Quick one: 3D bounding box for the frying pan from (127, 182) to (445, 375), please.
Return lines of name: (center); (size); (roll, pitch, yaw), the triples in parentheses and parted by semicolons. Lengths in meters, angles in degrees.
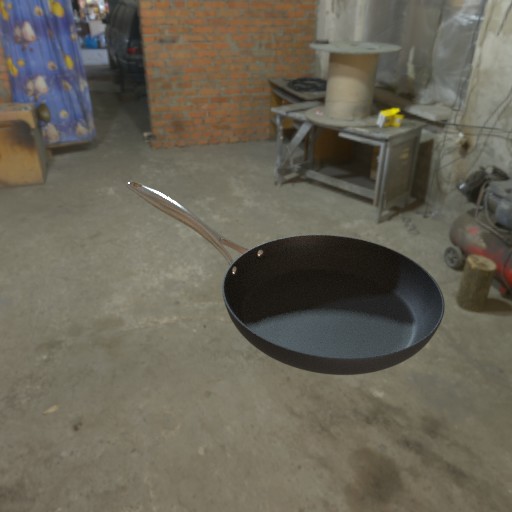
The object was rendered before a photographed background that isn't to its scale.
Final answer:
frying pan: (0.000, 0.000, 0.580); (0.472, 0.105, 0.255); (20, 35, 31)
